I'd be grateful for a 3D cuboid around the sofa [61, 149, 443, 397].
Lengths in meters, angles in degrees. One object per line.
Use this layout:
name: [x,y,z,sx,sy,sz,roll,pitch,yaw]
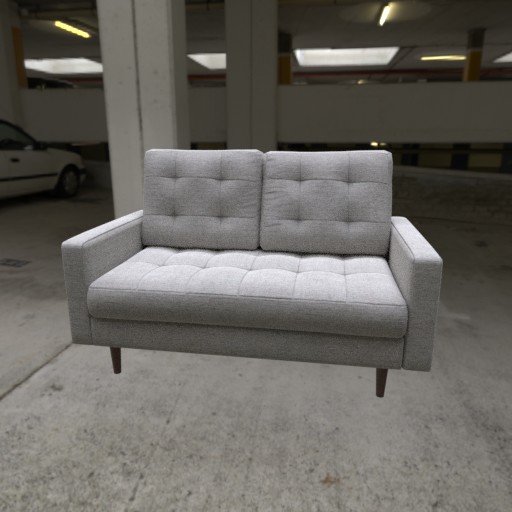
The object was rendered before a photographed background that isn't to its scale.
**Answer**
sofa: [0.000,0.000,1.981,1.407,0.907,0.842,2,16,9]
